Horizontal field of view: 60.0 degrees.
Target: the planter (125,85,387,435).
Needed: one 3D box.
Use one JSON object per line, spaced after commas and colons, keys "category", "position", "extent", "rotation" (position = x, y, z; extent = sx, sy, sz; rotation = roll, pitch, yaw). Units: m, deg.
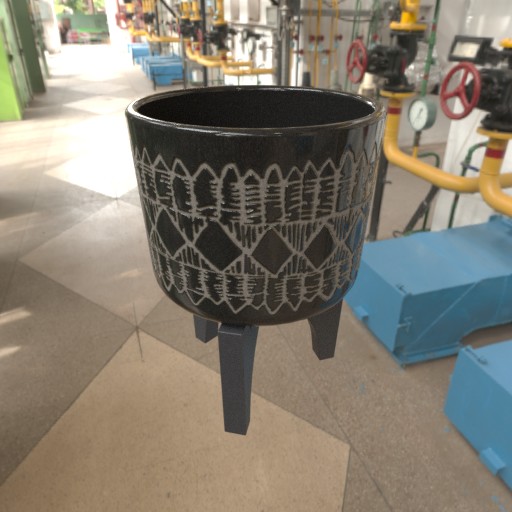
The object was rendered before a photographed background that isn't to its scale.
{"category": "planter", "position": [0.000, 0.000, 0.266], "extent": [0.129, 0.177, 0.129], "rotation": [0, 28, 0]}
